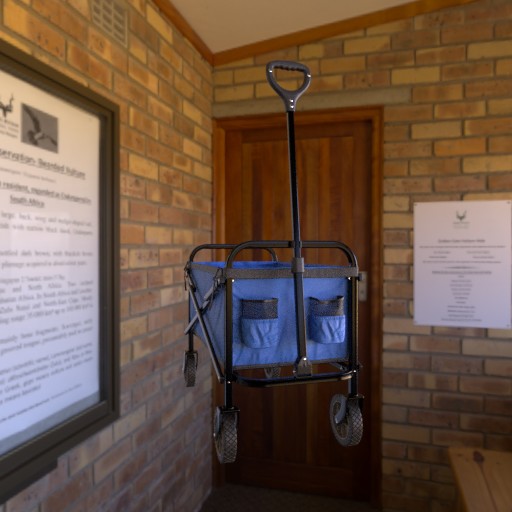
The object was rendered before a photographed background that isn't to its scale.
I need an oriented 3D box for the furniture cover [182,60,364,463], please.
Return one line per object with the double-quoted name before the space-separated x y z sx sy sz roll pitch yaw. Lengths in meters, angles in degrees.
"furniture cover" 0.000 0.000 1.825 0.532 1.295 1.038 0 1 -16
